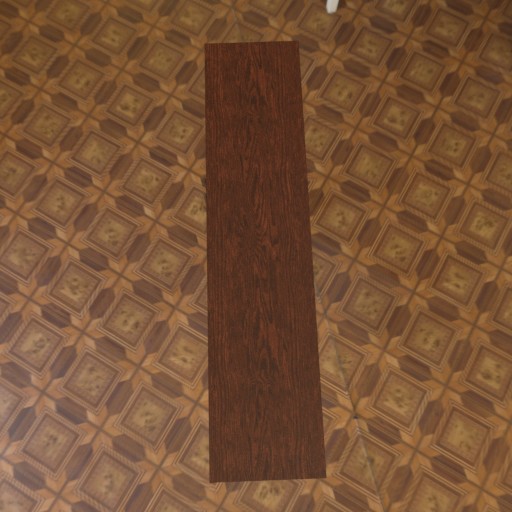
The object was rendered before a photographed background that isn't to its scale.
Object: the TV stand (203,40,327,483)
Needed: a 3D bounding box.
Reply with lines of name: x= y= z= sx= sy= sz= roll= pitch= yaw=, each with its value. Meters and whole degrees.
TV stand: x=0.000 y=0.000 z=1.804 sx=0.382 sy=0.578 sz=1.541 roll=-2 pitch=78 yaw=0
